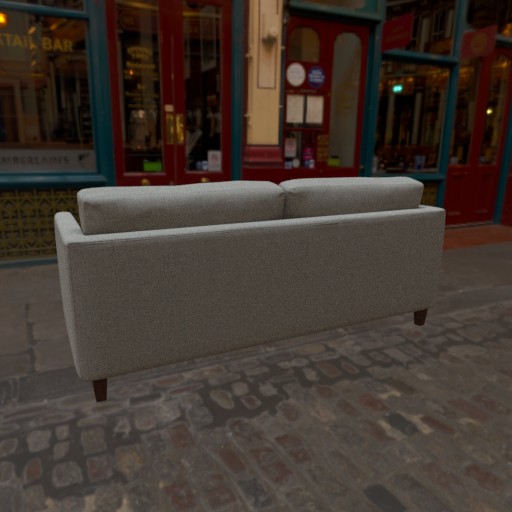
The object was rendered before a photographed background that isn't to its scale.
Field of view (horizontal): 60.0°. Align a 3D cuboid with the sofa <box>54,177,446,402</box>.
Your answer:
[{"bbox_3d":[0.000,0.000,2.732,2.208,0.963,0.956,-7,15,-26],"label":"sofa"}]
